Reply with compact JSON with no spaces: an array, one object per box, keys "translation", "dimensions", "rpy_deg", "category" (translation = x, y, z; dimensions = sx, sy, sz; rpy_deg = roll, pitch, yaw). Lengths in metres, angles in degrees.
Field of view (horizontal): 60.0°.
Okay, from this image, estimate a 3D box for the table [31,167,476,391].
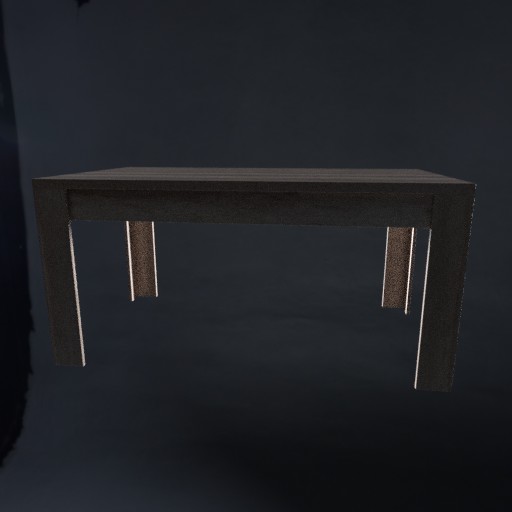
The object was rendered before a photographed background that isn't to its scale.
[{"translation":[0.000,0.000,2.106],"dimensions":[1.600,0.775,0.900],"rpy_deg":[2,14,7],"category":"table"}]
